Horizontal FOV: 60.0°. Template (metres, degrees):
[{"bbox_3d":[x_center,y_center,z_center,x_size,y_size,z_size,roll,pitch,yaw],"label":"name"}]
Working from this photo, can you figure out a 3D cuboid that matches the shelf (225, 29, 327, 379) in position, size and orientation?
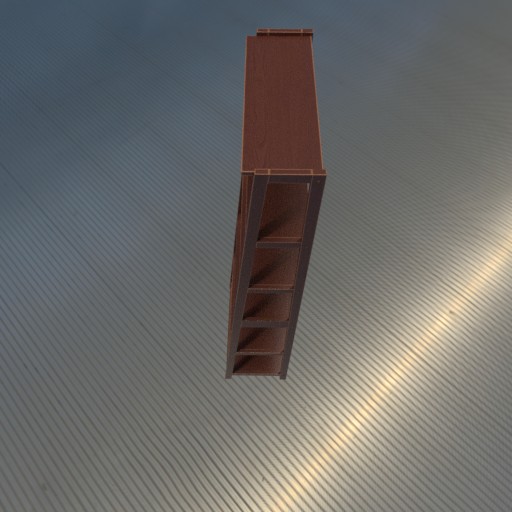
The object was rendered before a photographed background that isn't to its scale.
[{"bbox_3d":[0.000,0.000,2.144,0.381,1.892,0.660,1,59,0],"label":"shelf"}]
